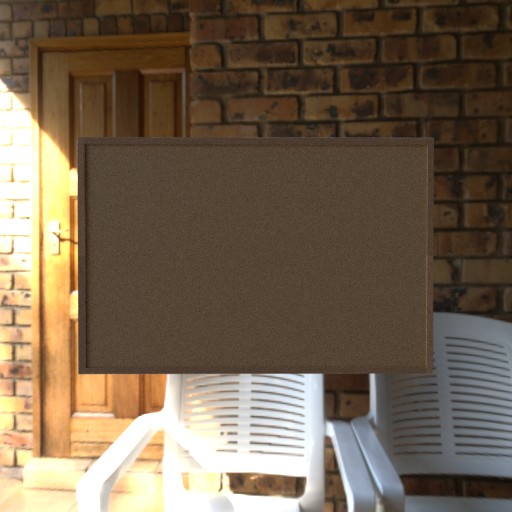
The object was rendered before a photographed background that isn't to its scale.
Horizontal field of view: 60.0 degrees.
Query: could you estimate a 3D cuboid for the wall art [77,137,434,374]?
[{"bbox_3d":[0.000,0.000,0.780,0.613,0.407,0.035,0,1,0],"label":"wall art"}]
